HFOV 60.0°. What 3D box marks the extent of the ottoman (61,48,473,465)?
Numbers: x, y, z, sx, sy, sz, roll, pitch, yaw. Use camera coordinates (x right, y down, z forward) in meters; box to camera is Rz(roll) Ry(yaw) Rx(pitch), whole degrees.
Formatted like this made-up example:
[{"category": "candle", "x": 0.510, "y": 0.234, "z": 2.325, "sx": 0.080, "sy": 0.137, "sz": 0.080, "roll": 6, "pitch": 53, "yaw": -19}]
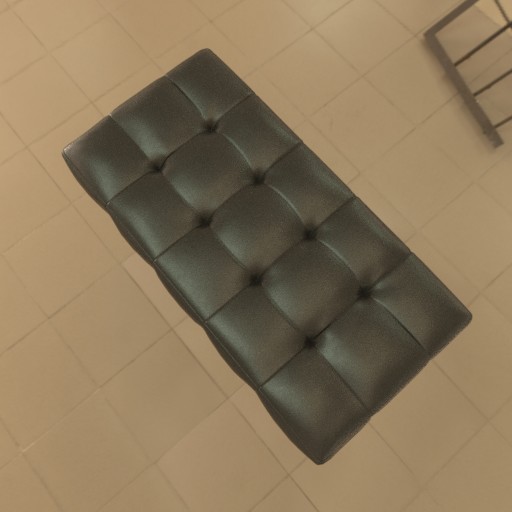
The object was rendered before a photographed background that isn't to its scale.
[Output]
[{"category": "ottoman", "x": 0.000, "y": 0.000, "z": 1.103, "sx": 0.432, "sy": 0.470, "sz": 0.838, "roll": -40, "pitch": 78, "yaw": -10}]
